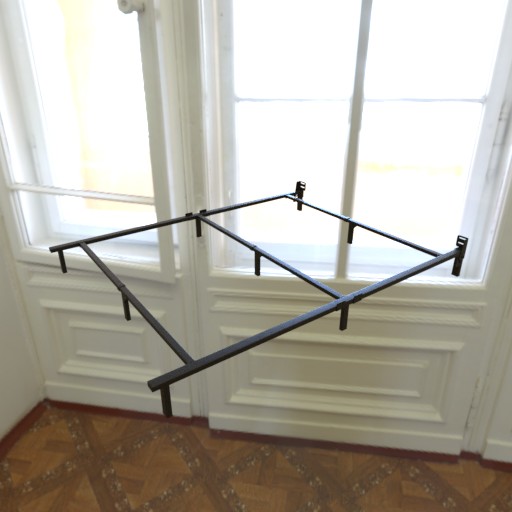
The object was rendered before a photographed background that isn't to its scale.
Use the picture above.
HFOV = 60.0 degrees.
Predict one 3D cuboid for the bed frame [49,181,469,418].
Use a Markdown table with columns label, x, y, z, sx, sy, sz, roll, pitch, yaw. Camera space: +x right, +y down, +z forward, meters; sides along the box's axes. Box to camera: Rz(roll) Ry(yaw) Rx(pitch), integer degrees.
| label | x | y | z | sx | sy | sz | roll | pitch | yaw |
| --- | --- | --- | --- | --- | --- | --- | --- | --- | --- |
| bed frame | 0.000 | 0.000 | 2.660 | 1.990 | 0.248 | 1.498 | -17 | 31 | -32 |
